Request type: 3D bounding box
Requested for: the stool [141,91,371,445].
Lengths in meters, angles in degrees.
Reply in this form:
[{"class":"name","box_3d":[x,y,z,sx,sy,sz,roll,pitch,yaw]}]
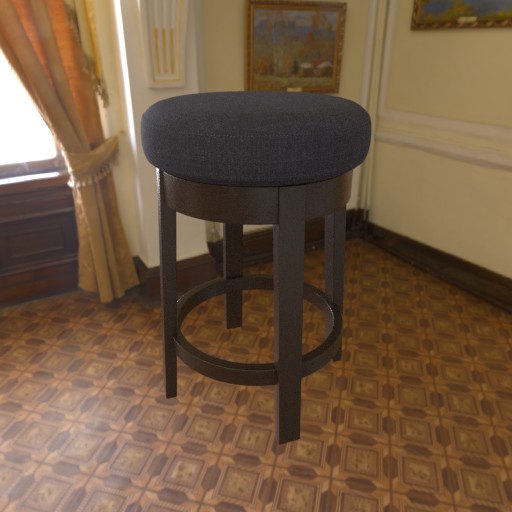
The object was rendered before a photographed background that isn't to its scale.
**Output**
[{"class":"stool","box_3d":[0.000,0.000,0.963,0.449,0.655,0.449,0,26,0]}]
